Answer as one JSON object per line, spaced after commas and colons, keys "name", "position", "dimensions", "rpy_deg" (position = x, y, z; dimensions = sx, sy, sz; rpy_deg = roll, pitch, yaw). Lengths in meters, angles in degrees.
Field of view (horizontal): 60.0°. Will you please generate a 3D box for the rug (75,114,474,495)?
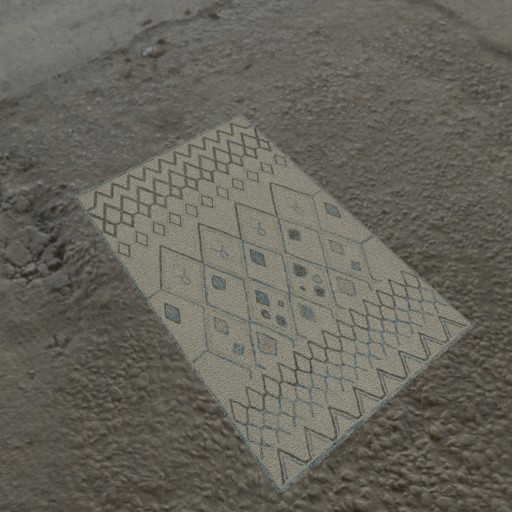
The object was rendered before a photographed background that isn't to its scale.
{"name": "rug", "position": [0.000, 0.000, 2.996], "dimensions": [1.524, 0.015, 2.439], "rpy_deg": [-32, 63, -19]}
